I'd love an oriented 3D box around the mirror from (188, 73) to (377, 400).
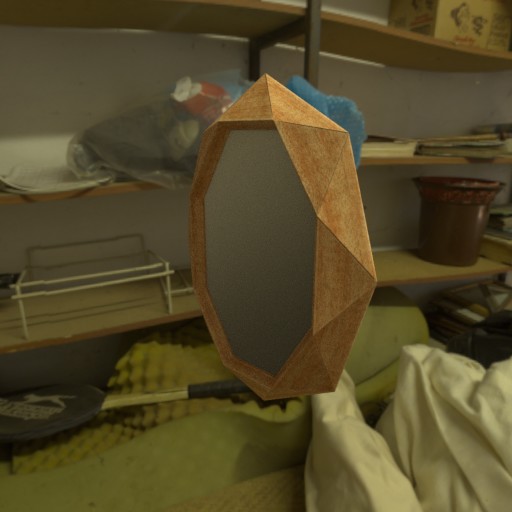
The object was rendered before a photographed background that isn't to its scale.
[{"bbox_3d":[0.000,0.000,1.003,0.577,0.774,0.070,15,22,42],"label":"mirror"}]
